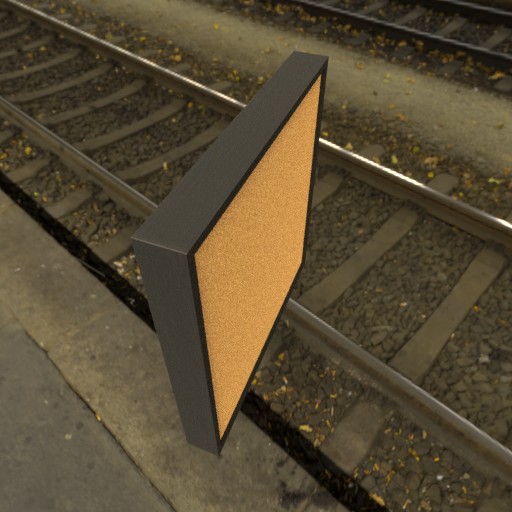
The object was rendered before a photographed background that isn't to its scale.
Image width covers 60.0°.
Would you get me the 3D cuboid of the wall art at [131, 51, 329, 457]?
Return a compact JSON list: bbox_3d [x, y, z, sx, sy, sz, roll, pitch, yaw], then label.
[{"bbox_3d":[0.000,0.000,0.465,0.037,0.305,0.305,16,48,15],"label":"wall art"}]
